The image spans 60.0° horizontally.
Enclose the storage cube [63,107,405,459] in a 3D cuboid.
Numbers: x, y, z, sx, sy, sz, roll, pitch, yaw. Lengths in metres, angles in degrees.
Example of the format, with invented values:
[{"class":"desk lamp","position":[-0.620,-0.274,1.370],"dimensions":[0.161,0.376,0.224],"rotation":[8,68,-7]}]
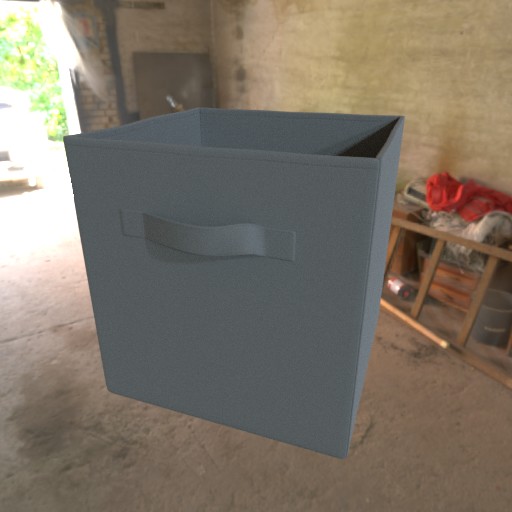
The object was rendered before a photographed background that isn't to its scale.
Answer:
[{"class":"storage cube","position":[0.000,0.000,0.491],"dimensions":[0.270,0.280,0.270],"rotation":[9,26,19]}]
